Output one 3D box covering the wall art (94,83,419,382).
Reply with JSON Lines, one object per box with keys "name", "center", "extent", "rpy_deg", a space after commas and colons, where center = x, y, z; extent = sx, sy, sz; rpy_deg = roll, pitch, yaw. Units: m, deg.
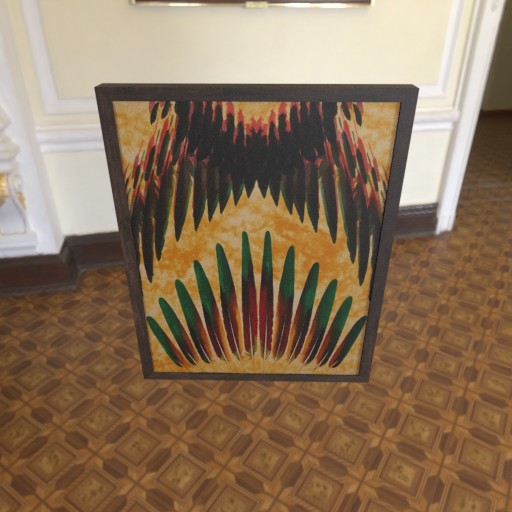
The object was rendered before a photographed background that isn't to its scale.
{"name": "wall art", "center": [0.000, 0.000, 0.559], "extent": [0.329, 0.406, 0.027], "rpy_deg": [1, 30, 1]}
